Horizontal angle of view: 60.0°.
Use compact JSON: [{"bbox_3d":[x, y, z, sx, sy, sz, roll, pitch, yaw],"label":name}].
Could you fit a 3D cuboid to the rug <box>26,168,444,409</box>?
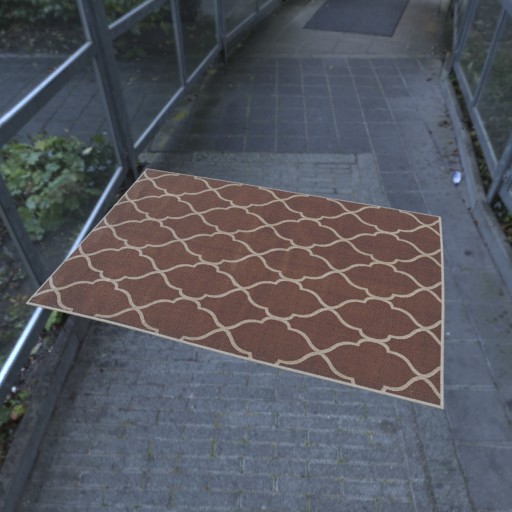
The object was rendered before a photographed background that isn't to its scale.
[{"bbox_3d":[0.000,0.000,2.827,2.294,0.014,1.528,11,44,12],"label":"rug"}]
